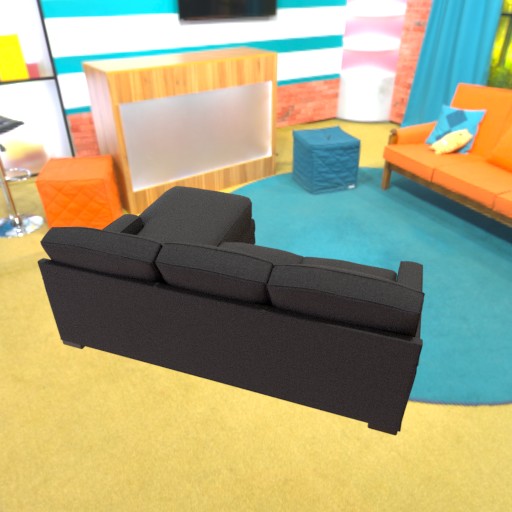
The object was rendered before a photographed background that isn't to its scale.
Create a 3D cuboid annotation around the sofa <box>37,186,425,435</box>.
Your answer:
[{"bbox_3d":[0.000,0.000,3.345,2.370,0.973,1.790,10,34,16],"label":"sofa"}]
